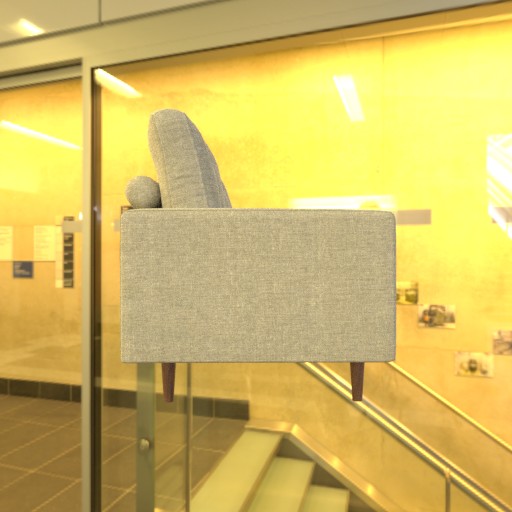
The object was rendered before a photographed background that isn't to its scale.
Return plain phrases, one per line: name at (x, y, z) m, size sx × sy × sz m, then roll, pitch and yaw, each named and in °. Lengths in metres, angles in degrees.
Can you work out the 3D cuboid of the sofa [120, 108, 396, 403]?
sofa at (0.000, 0.000, 1.937) m, size 0.842 × 0.907 × 1.407 m, roll 0°, pitch 0°, yaw -1°
